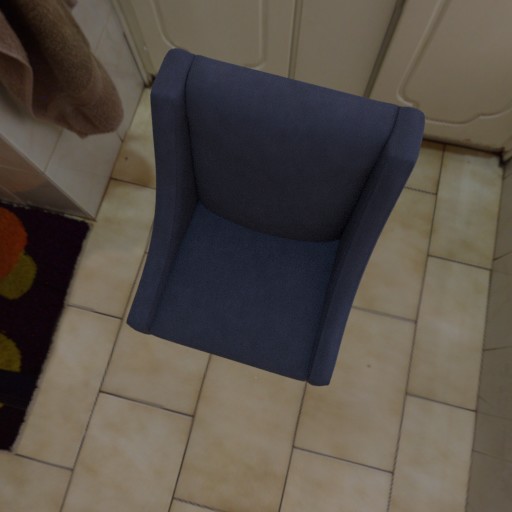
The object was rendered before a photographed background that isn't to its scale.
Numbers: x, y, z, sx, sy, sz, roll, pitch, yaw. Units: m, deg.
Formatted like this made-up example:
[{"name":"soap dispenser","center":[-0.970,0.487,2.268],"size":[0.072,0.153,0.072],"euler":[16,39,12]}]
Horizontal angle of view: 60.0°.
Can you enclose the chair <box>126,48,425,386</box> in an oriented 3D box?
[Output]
[{"name":"chair","center":[0.000,0.000,1.345],"size":[0.629,0.895,0.629],"euler":[16,75,4]}]
